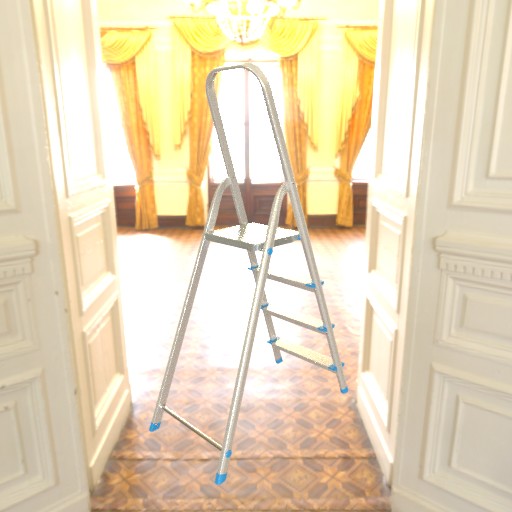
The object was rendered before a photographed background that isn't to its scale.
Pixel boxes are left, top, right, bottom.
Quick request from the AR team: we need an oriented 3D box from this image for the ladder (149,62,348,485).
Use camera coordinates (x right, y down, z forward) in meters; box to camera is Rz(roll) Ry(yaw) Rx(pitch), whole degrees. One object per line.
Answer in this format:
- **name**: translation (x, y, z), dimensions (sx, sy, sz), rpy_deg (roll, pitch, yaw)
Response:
- **ladder**: translation (0.000, 0.000, 1.818), dimensions (0.445, 1.434, 0.842), rpy_deg (14, 20, 42)
